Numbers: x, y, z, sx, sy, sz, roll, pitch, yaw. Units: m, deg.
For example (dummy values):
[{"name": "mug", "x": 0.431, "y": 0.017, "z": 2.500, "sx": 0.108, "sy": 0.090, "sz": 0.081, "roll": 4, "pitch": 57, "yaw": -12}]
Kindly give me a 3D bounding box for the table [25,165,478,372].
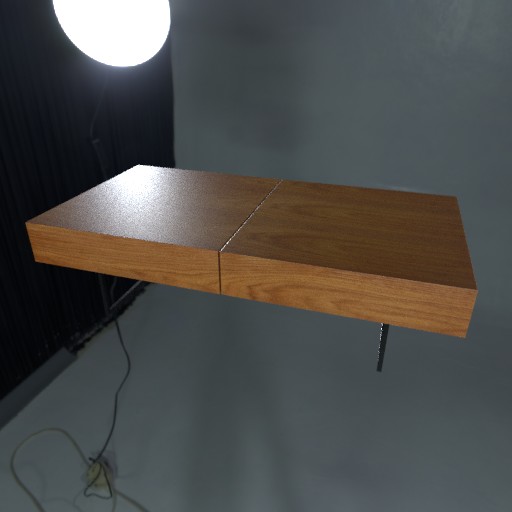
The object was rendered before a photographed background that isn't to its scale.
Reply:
[{"name": "table", "x": 0.000, "y": 0.000, "z": 1.443, "sx": 1.194, "sy": 0.330, "sz": 0.610, "roll": 8, "pitch": 29, "yaw": 16}]
